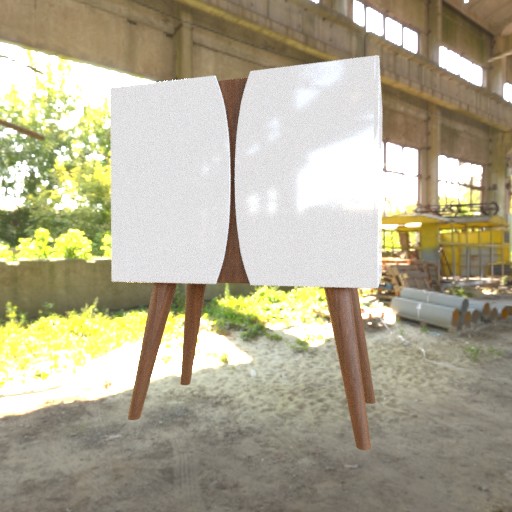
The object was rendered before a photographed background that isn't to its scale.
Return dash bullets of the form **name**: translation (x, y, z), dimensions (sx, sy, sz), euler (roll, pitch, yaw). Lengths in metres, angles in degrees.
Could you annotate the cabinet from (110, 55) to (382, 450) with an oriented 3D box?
- **cabinet**: translation (0.000, 0.000, 1.093), dimensions (0.591, 0.772, 0.344), euler (0, 1, 17)
